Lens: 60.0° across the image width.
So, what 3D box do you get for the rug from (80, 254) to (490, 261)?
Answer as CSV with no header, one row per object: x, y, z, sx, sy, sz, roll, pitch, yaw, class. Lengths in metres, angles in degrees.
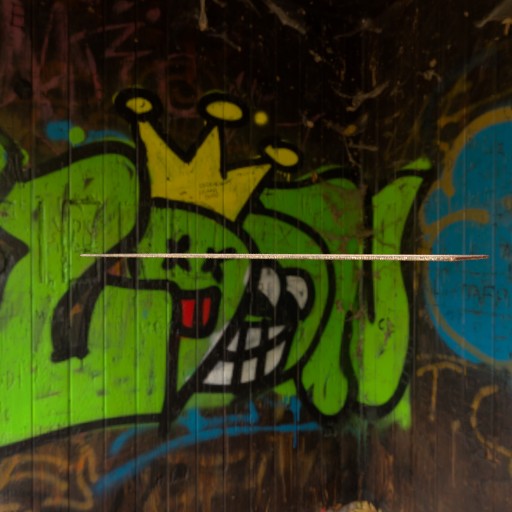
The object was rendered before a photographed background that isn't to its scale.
0.000,0.000,2.671,2.413,0.016,0.810,0,1,36,rug
